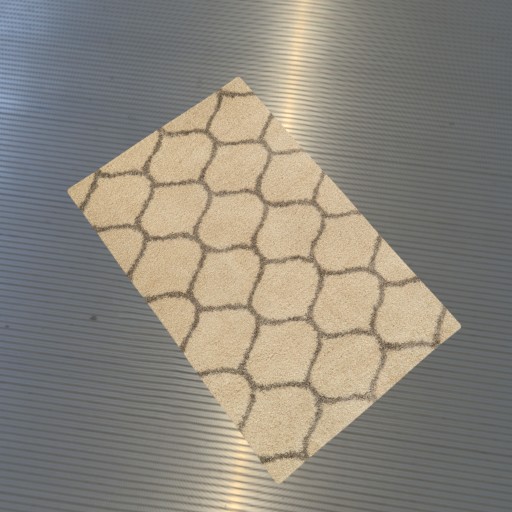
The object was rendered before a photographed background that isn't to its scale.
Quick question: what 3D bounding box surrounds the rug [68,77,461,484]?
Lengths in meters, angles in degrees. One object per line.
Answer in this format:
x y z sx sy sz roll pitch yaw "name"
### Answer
0.000 0.000 2.946 1.501 0.024 2.348 -37 78 -9 "rug"
